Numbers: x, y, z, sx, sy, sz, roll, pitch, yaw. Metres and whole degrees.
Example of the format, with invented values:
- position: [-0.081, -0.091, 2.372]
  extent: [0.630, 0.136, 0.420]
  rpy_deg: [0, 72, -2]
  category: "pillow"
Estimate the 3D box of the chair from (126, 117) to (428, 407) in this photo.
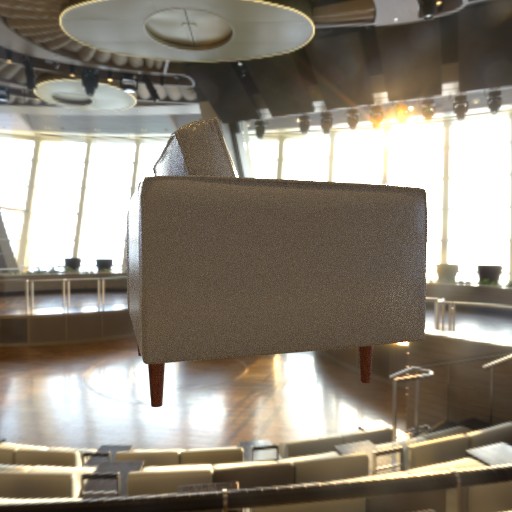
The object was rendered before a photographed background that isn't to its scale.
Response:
- position: [0.000, 0.000, 1.550]
  extent: [0.843, 0.773, 0.928]
  rpy_deg: [-1, 2, -18]
  category: "chair"
